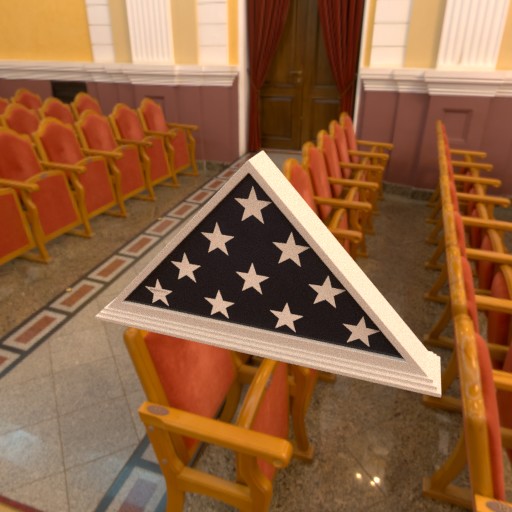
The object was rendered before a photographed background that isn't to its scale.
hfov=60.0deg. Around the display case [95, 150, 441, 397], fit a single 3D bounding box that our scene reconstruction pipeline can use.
[{"bbox_3d":[0.000,0.000,0.746,0.640,0.340,0.095,9,28,17],"label":"display case"}]
